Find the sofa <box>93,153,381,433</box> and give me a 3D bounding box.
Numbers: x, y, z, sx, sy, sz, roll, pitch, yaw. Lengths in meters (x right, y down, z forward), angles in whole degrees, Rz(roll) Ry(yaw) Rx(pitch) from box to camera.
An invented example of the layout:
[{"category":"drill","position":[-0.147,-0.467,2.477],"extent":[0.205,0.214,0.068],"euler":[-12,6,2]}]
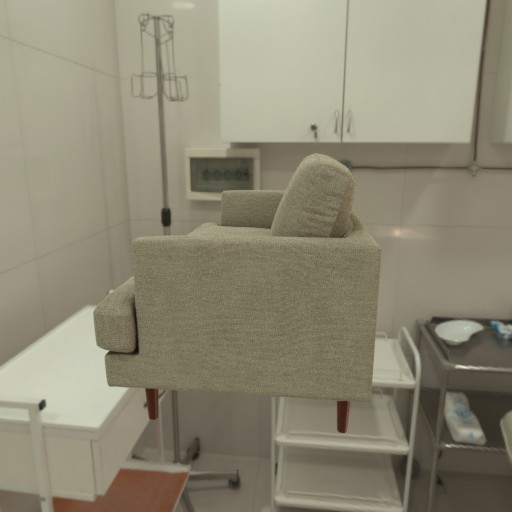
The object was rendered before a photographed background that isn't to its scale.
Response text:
[{"category":"sofa","position":[0.000,0.000,2.109],"extent":[0.903,0.944,1.582],"euler":[2,14,6]}]
